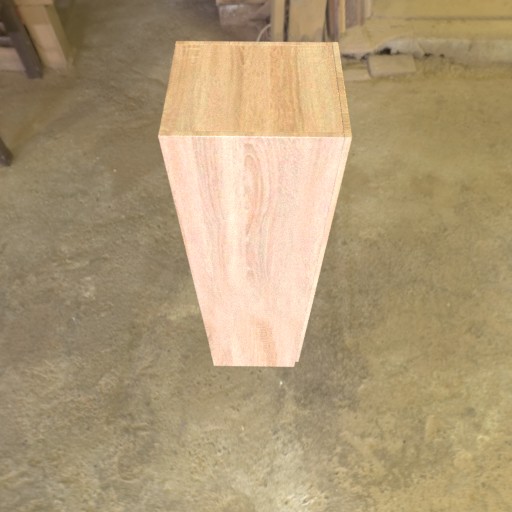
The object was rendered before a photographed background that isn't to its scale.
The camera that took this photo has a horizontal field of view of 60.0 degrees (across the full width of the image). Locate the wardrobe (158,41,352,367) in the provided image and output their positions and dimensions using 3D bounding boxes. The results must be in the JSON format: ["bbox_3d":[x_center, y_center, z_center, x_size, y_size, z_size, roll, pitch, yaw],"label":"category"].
[{"bbox_3d":[0.000,0.000,2.366,0.588,2.117,0.496,1,57,0],"label":"wardrobe"}]
